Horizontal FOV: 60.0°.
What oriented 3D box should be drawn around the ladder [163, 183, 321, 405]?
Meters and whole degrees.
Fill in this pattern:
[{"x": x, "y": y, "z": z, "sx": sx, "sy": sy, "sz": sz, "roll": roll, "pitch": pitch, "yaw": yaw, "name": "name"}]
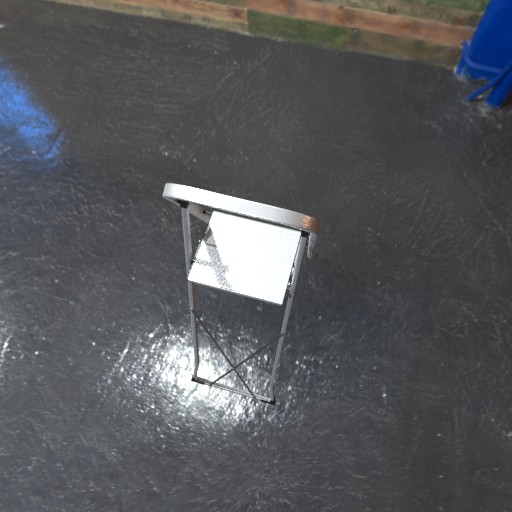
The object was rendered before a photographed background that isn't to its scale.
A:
[{"x": 0.000, "y": 0.000, "z": 1.689, "sx": 0.465, "sy": 1.290, "sz": 0.830, "roll": 14, "pitch": 64, "yaw": 7, "name": "ladder"}]
